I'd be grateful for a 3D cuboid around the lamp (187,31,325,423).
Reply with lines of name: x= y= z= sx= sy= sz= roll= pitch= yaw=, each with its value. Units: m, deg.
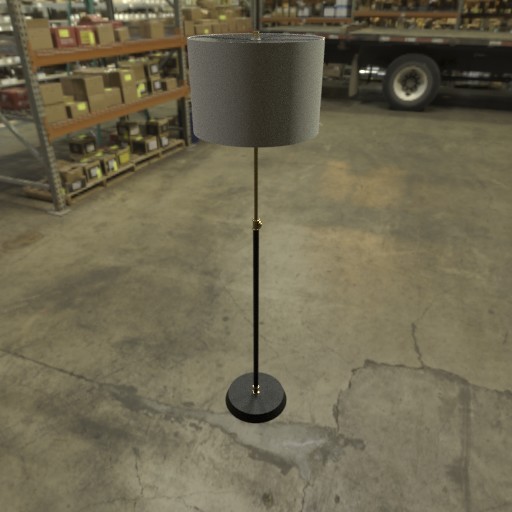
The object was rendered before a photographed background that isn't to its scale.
lamp: x=0.000 y=0.000 z=1.676 sx=0.404 sy=1.517 sz=0.404 roll=11 pitch=32 yaw=19
